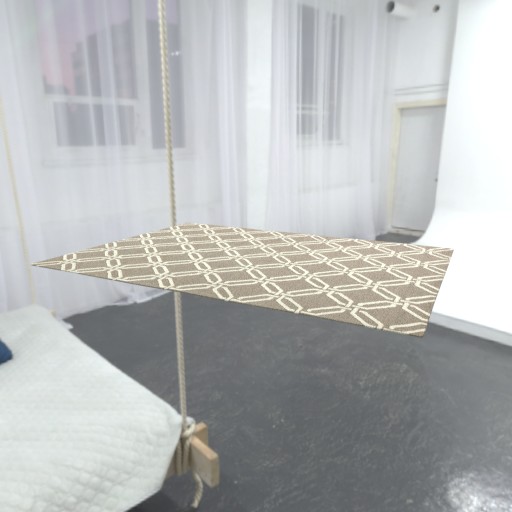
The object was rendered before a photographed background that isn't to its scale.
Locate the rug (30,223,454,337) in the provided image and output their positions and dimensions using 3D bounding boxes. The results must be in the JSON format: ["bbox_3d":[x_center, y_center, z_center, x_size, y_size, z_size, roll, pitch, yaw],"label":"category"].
[{"bbox_3d":[0.000,0.000,4.355,3.419,0.020,2.441,7,16,26],"label":"rug"}]
